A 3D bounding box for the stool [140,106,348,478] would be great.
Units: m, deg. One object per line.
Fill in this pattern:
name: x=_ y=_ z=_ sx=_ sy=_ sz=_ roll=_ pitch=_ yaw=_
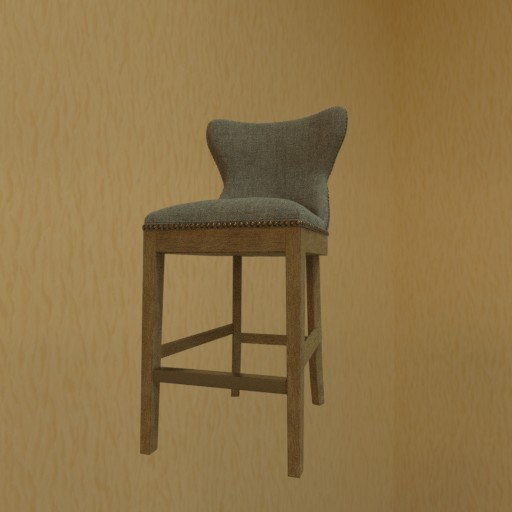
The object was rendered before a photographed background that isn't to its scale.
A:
stool: x=0.000 y=0.000 z=1.319 sx=0.498 sy=0.981 sz=0.608 roll=0 pitch=-1 yaw=18
